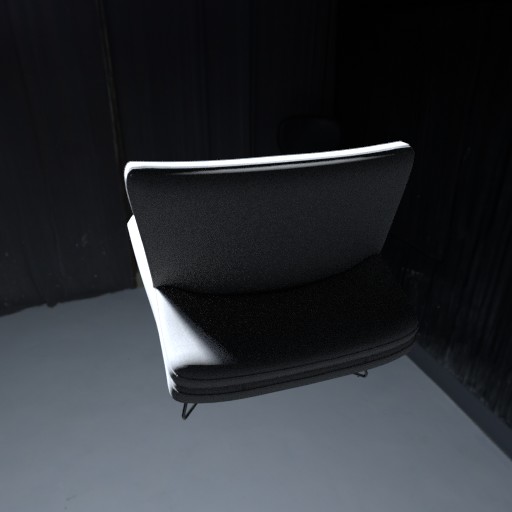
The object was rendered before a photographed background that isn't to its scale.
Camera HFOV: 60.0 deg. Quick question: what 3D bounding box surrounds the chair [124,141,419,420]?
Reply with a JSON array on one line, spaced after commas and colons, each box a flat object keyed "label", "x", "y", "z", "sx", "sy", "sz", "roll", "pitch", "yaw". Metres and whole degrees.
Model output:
[{"label": "chair", "x": 0.000, "y": 0.000, "z": 1.610, "sx": 0.859, "sy": 0.855, "sz": 1.008, "roll": -8, "pitch": 28, "yaw": -16}]
